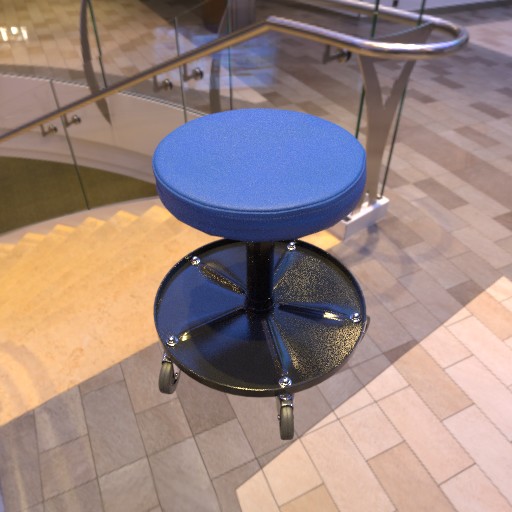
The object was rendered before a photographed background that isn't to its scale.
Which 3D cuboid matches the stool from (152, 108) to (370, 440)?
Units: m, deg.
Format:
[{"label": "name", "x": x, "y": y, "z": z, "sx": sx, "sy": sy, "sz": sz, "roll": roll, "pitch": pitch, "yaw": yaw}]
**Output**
[{"label": "stool", "x": 0.000, "y": 0.000, "z": 0.683, "sx": 0.382, "sy": 0.365, "sz": 0.381, "roll": 12, "pitch": 42, "yaw": 14}]
